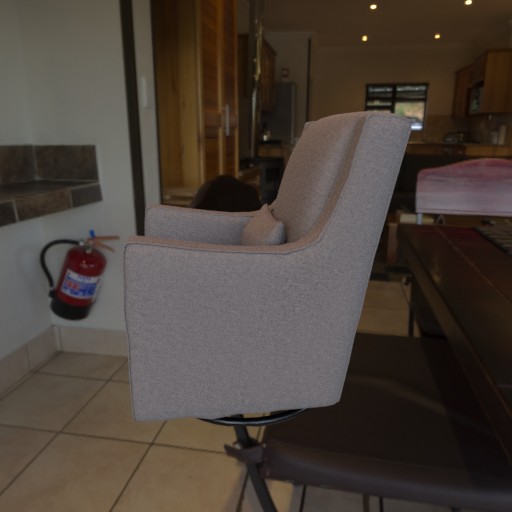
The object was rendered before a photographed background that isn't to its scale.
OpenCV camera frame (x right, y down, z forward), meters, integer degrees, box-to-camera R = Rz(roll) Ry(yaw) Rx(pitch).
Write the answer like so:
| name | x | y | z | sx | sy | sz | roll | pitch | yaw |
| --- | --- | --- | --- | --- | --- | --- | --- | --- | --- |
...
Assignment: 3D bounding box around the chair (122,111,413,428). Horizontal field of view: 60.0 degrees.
| name | x | y | z | sx | sy | sz | roll | pitch | yaw |
| --- | --- | --- | --- | --- | --- | --- | --- | --- | --- |
| chair | 0.000 | 0.000 | 1.607 | 0.879 | 0.993 | 0.732 | -2 | 15 | -8 |
